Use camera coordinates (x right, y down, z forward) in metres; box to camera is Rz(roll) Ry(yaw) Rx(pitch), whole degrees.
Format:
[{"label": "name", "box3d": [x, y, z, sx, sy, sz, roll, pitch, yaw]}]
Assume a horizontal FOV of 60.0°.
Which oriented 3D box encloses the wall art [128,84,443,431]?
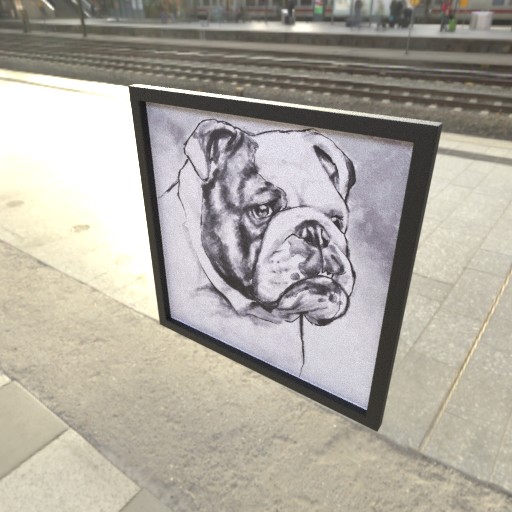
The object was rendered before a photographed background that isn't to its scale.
[{"label": "wall art", "box3d": [0.000, 0.000, 0.674, 0.456, 0.453, 0.022, 19, 34, 30]}]
